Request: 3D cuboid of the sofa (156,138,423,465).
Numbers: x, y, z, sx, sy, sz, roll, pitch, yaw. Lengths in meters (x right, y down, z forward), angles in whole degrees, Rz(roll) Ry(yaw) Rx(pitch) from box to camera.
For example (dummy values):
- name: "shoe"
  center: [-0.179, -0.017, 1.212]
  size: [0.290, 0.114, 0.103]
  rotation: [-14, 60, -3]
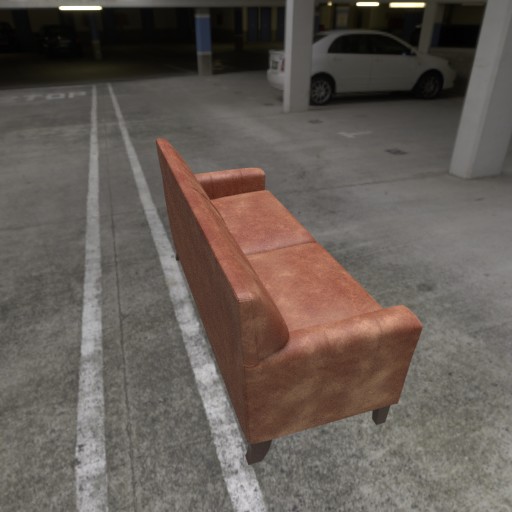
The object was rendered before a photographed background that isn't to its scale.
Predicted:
- name: "sofa"
  center: [0.000, 0.000, 2.594]
  size: [0.805, 0.947, 2.053]
  rotation: [-9, 31, -16]
